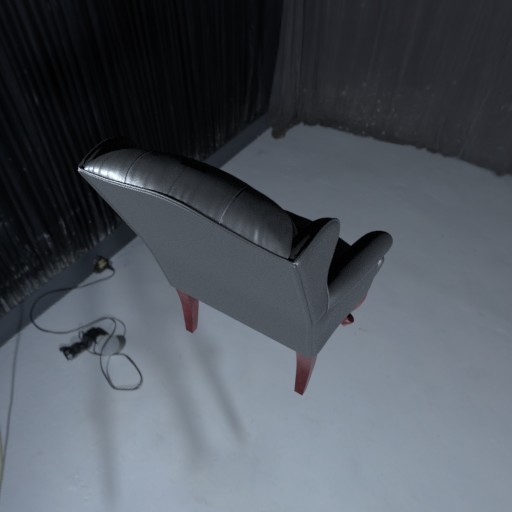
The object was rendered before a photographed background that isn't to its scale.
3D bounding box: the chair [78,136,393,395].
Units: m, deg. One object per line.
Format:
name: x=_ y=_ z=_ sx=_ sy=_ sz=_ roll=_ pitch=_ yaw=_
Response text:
chair: x=0.000 y=0.000 z=1.624 sx=0.838 sy=1.111 sz=0.762 roll=24 pitch=51 yaw=22
